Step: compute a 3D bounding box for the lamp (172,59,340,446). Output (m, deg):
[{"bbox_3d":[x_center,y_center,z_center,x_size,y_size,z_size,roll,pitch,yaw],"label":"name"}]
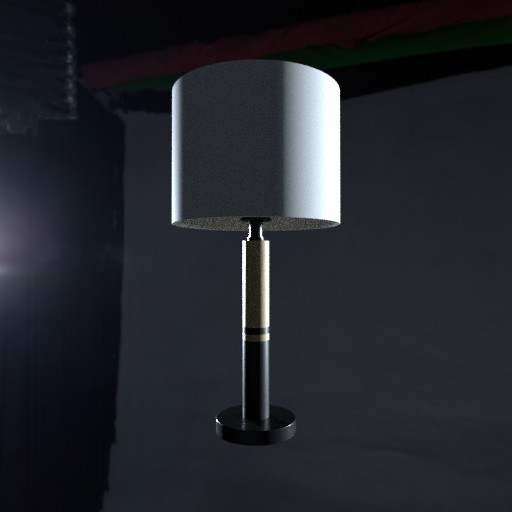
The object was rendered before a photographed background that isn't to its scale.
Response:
[{"bbox_3d":[0.000,0.000,0.817,0.305,0.640,0.305,0,-1,18],"label":"lamp"}]
